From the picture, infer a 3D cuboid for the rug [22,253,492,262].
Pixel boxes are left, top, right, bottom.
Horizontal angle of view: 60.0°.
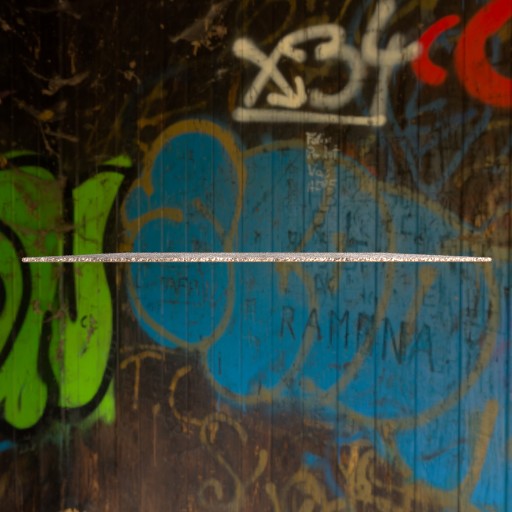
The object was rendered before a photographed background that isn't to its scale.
[{"bbox_3d":[0.000,0.000,4.016,3.000,0.025,2.401,0,1,-1],"label":"rug"}]
